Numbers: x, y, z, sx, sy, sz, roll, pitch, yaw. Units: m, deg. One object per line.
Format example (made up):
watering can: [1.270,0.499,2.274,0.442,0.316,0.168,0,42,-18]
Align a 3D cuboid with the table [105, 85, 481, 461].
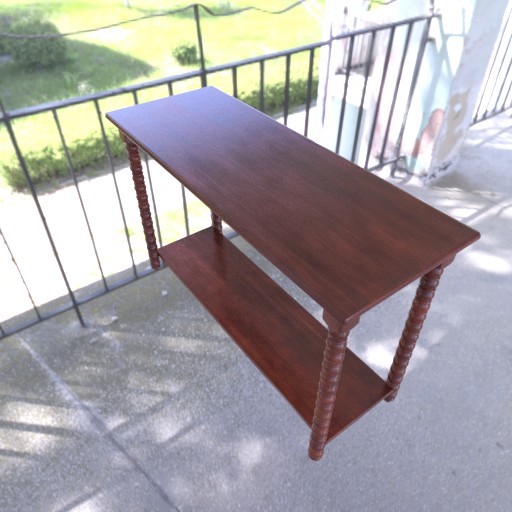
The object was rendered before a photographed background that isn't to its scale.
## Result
table: [0.000,0.000,1.537,0.459,0.740,1.184,-26,47,-27]
